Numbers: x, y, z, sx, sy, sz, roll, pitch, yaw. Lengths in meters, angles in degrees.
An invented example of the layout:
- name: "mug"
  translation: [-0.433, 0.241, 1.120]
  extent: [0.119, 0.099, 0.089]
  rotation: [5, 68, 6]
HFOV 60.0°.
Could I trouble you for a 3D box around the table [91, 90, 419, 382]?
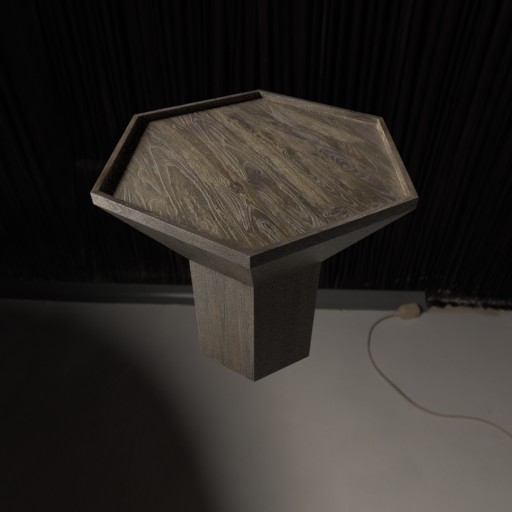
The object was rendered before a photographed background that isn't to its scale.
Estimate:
- name: "table"
  translation: [0.000, 0.000, 1.119]
  extent: [0.592, 0.586, 0.683]
  rotation: [1, 41, 1]
